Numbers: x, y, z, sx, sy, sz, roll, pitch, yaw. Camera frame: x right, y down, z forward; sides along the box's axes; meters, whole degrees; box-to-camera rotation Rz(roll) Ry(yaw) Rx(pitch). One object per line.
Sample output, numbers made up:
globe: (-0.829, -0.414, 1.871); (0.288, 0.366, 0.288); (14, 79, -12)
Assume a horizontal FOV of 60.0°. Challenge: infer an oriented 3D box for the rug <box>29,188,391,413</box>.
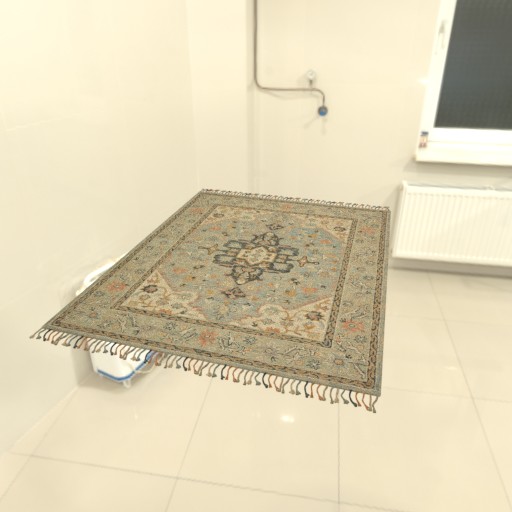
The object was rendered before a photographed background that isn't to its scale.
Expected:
rug: (0.000, 0.000, 2.226); (1.278, 0.009, 1.730); (8, 29, 14)
